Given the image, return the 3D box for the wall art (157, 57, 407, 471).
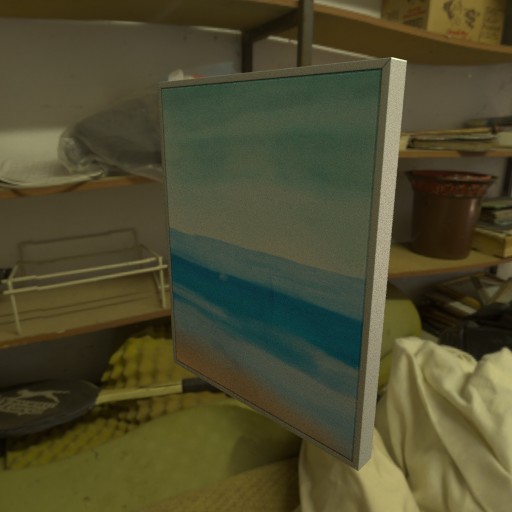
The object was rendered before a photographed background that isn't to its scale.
[{"bbox_3d":[0.000,0.000,0.724,0.445,0.553,0.039,15,22,41],"label":"wall art"}]
